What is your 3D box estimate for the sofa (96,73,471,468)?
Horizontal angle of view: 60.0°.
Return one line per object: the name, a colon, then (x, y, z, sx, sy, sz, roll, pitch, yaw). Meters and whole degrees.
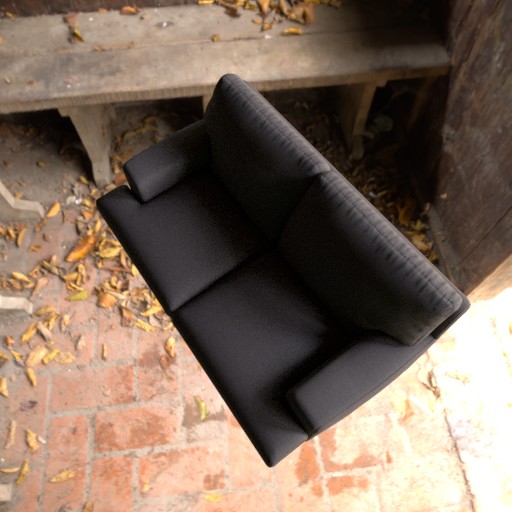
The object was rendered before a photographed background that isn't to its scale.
sofa: (0.000, 0.000, 2.454, 1.143, 0.940, 1.880, -32, 67, -16)
